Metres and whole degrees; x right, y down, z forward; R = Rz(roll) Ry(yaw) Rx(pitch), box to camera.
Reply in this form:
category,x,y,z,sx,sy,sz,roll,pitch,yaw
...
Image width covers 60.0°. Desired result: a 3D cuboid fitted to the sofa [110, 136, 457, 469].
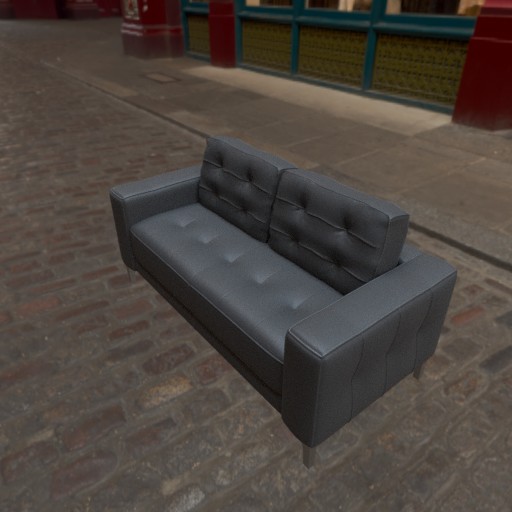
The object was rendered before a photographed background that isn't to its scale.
category,x,y,z,sx,sy,sz,roll,pitch,yaw
sofa,0.000,0.000,2.273,0.833,0.893,1.726,-23,39,-32
